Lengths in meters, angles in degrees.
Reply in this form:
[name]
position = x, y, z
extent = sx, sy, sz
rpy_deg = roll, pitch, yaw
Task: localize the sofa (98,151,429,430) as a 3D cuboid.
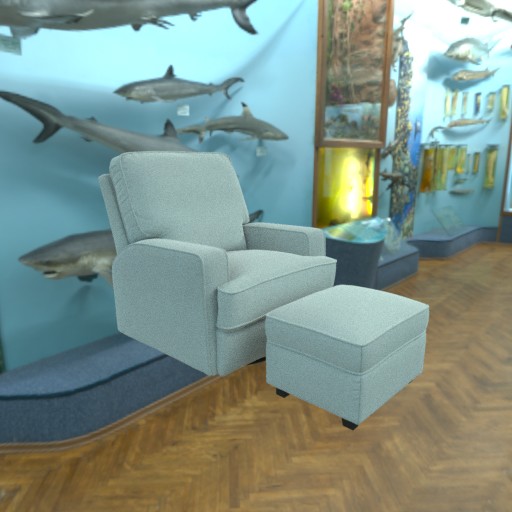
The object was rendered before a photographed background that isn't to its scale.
[sofa]
position = 0.000, 0.000, 2.072
extent = 1.472, 0.959, 0.861
rpy_deg = 12, 17, 42
